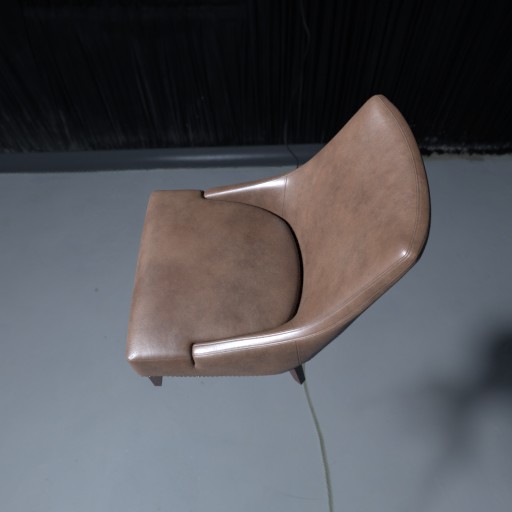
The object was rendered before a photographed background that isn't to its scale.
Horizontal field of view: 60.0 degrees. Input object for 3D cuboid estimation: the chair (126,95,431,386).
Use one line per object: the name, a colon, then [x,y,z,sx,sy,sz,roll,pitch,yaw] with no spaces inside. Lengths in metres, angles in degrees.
chair: [0.000,0.000,1.499,0.861,0.909,0.701,0,59,0]
